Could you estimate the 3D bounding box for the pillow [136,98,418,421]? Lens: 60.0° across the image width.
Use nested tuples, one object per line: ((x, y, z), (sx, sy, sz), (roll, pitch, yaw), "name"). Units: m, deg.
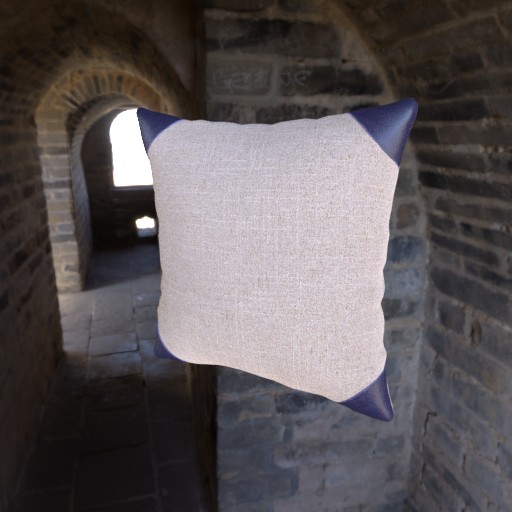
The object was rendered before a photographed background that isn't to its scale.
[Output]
((0.000, 0.000, 0.674), (0.440, 0.441, 0.147), (7, 17, 26), "pillow")
